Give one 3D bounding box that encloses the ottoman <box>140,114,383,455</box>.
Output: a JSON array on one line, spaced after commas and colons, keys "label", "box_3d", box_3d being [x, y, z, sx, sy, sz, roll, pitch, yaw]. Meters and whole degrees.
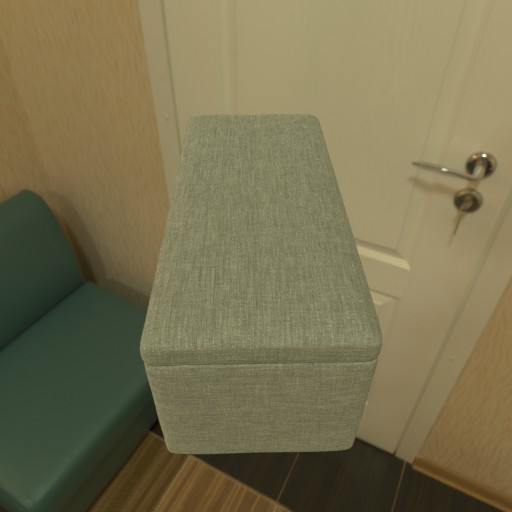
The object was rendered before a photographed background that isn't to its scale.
[{"label": "ottoman", "box_3d": [0.000, 0.000, 1.163, 0.419, 0.432, 0.902, -1, 41, -1]}]
